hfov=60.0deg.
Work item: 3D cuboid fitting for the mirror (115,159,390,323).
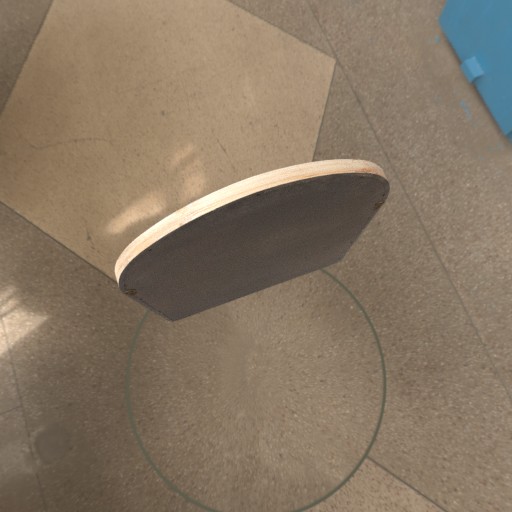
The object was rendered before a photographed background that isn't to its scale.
[{"bbox_3d":[0.000,0.000,1.184,0.660,0.920,0.032,-20,76,-5],"label":"mirror"}]
